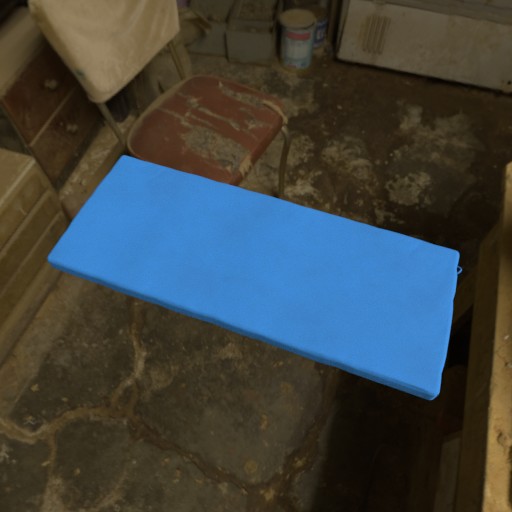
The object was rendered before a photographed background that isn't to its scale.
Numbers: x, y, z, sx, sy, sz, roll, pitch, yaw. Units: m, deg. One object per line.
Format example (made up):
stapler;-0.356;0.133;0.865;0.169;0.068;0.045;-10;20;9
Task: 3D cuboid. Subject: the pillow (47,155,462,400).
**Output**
pillow;0.000;0.000;1.337;1.187;0.081;0.492;17;60;11
